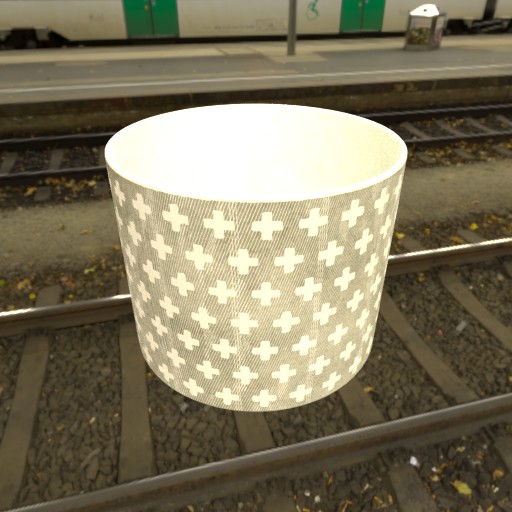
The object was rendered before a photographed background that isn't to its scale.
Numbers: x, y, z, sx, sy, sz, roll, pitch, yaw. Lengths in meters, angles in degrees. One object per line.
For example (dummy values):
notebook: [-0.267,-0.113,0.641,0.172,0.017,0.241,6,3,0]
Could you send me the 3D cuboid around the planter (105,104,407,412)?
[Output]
planter: [0.000,0.000,0.443,0.250,0.239,0.250,0,32,0]
